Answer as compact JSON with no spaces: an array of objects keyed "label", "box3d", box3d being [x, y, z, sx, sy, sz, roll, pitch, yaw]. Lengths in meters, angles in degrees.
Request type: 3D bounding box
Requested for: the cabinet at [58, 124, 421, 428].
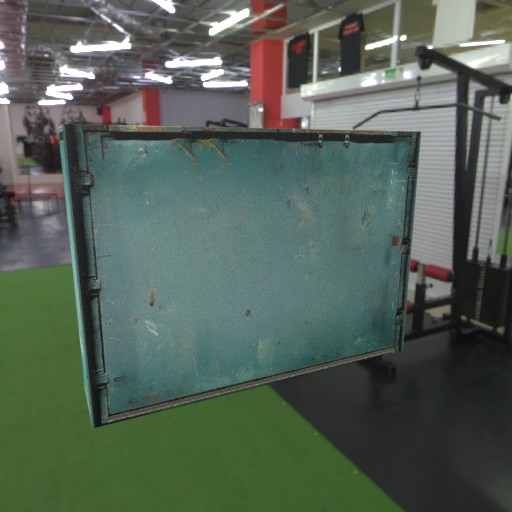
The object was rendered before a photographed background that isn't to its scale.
[{"label":"cabinet","box3d":[0.000,0.000,3.945,3.001,2.160,0.680,-6,15,-25]}]
